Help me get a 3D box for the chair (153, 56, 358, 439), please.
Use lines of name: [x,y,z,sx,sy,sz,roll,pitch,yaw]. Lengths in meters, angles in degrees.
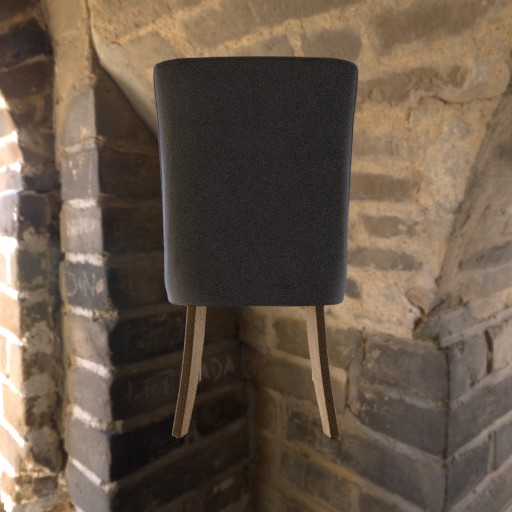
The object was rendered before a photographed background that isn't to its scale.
chair: [0.000,0.000,1.270,0.495,0.902,0.610,0,1,0]
